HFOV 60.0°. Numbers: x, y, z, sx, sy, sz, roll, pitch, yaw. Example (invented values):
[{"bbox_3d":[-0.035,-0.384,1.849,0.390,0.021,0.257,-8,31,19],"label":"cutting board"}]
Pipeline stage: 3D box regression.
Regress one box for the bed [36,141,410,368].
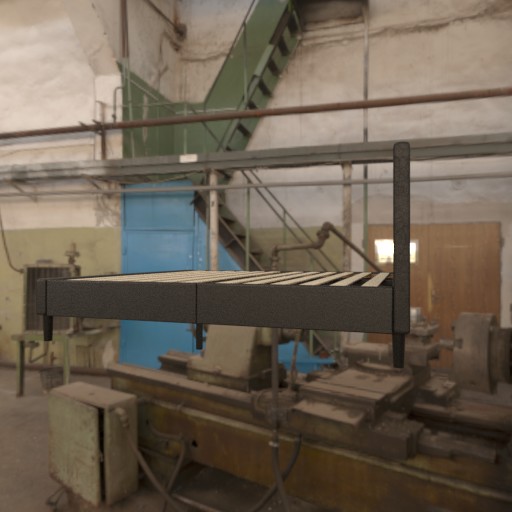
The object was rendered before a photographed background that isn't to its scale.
[{"bbox_3d":[0.000,0.000,3.310,2.152,1.046,2.018,0,0,19],"label":"bed"}]
